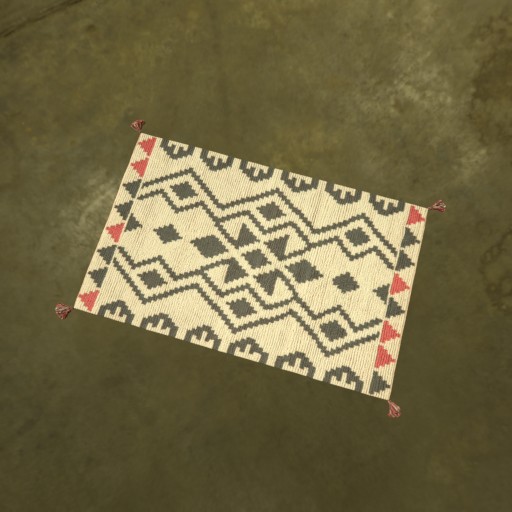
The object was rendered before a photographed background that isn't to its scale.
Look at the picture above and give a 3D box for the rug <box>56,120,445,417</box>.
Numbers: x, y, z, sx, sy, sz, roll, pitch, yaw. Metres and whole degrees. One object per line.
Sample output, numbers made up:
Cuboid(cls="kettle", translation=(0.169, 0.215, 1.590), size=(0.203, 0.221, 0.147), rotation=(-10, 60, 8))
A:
Cuboid(cls="rug", translation=(0.000, 0.000, 3.428), size=(2.672, 0.066, 1.741), rotation=(16, 77, 4))
